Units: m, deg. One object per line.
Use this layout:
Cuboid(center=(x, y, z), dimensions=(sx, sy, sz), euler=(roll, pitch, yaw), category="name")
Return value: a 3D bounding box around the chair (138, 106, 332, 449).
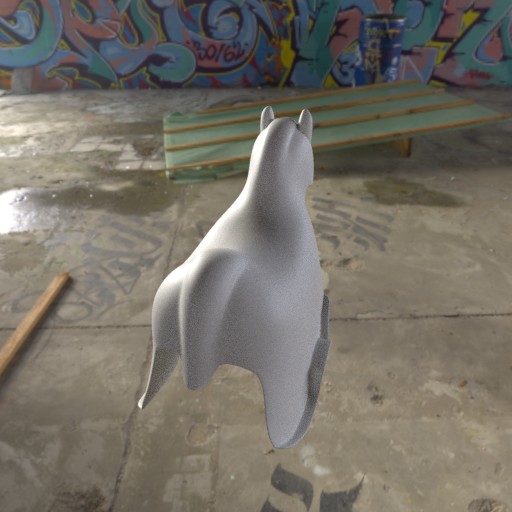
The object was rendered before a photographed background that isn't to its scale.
Cuboid(center=(0.000, 0.000, 1.126), dimensions=(0.429, 0.612, 0.800), euler=(10, 34, 15), category="chair")
